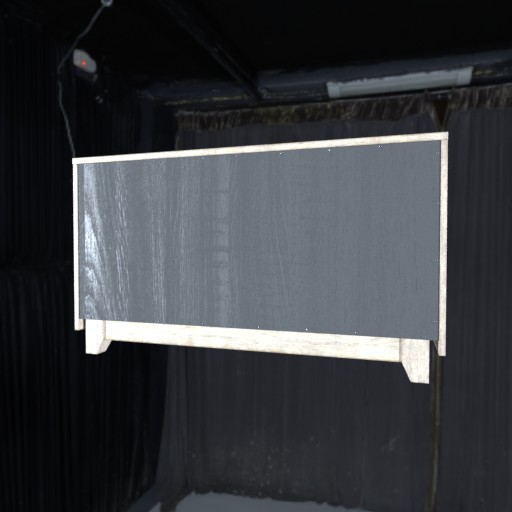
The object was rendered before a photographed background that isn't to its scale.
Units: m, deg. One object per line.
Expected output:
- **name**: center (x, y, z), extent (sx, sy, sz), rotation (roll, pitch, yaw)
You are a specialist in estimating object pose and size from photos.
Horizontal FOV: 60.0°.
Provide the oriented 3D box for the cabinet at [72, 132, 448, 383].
- **cabinet**: center (0.000, 0.000, 1.900), extent (1.460, 0.825, 0.511), rotation (0, 2, 18)
